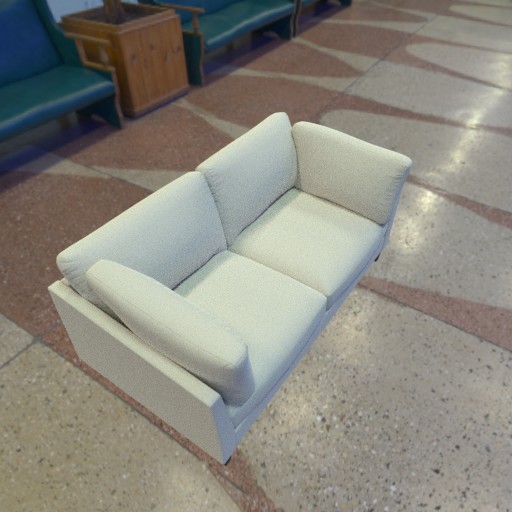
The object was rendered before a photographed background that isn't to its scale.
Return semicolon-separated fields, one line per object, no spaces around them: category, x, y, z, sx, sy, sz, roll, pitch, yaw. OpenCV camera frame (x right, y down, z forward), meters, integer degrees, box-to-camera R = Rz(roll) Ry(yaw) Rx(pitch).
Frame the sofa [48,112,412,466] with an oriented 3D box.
sofa;0.000;0.000;2.338;0.970;0.836;1.776;25;48;25
